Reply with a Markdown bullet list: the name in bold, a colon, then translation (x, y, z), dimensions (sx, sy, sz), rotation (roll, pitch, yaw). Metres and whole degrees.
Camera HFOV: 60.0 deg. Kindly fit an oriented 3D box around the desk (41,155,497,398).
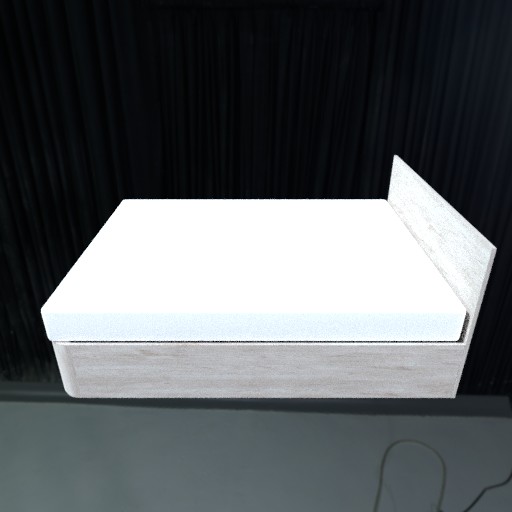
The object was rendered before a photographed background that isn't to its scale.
- **desk**: translation (0.000, 0.000, 2.554), dimensions (1.900, 0.800, 1.400), rotation (0, 28, 0)
